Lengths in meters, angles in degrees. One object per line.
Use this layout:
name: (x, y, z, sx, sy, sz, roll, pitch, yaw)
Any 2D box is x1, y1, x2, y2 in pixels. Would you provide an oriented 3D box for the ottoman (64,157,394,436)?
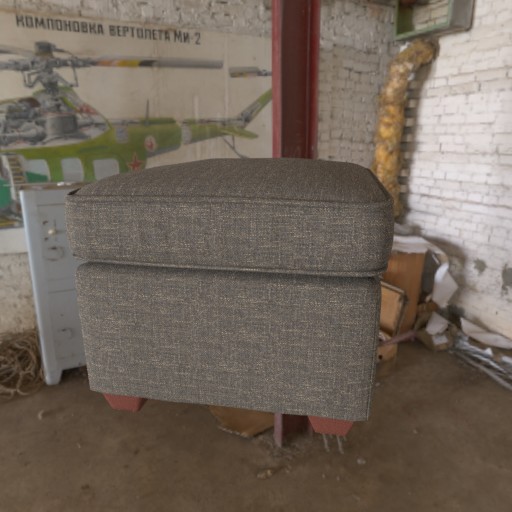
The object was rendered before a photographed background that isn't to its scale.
ottoman: (0.000, 0.000, 1.056, 0.549, 0.450, 0.749, 3, 16, 10)
